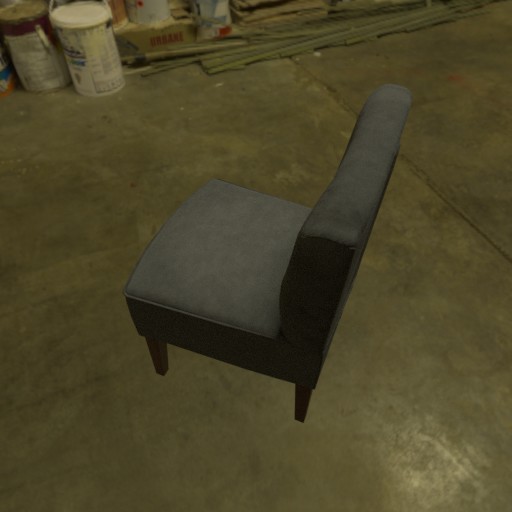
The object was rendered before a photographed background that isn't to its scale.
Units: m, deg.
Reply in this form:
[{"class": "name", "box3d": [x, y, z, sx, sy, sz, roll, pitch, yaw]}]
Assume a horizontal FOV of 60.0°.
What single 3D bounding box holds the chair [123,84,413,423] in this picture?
[{"class": "chair", "box3d": [0.000, 0.000, 1.160, 0.554, 0.806, 0.521, 17, 50, 15]}]
